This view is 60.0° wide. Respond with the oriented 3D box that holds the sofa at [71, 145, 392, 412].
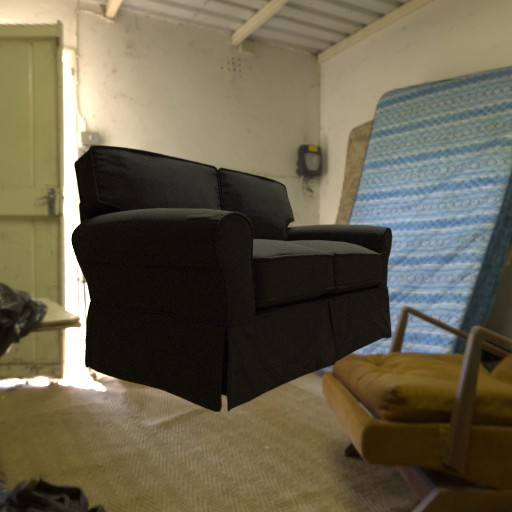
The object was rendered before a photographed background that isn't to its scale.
[{"bbox_3d":[0.000,0.000,2.461,0.997,1.059,1.801,1,1,36],"label":"sofa"}]
